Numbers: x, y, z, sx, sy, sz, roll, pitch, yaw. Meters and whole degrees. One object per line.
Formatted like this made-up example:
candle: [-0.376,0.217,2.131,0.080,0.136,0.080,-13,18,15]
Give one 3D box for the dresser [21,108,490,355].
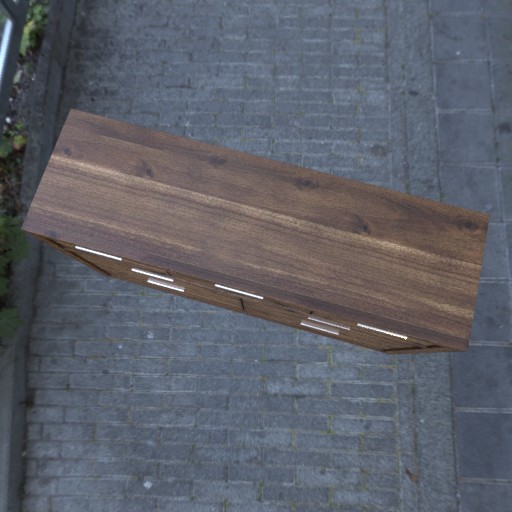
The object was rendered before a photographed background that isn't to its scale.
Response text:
dresser: [0.000,0.000,1.805,1.387,0.892,0.438,15,77,4]
